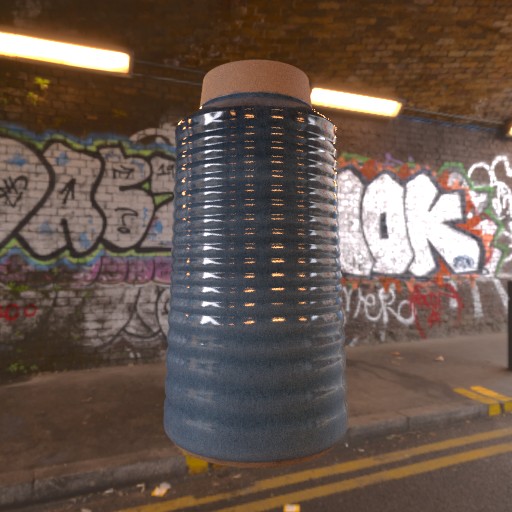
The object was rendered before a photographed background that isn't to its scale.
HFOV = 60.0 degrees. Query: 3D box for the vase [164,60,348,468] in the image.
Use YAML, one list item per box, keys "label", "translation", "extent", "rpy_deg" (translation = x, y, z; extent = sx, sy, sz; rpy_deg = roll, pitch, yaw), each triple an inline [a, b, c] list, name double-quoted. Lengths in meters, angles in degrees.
- label: "vase"
  translation: [0.000, 0.000, 0.402]
  extent: [0.163, 0.316, 0.163]
  rpy_deg: [0, -1, 0]
